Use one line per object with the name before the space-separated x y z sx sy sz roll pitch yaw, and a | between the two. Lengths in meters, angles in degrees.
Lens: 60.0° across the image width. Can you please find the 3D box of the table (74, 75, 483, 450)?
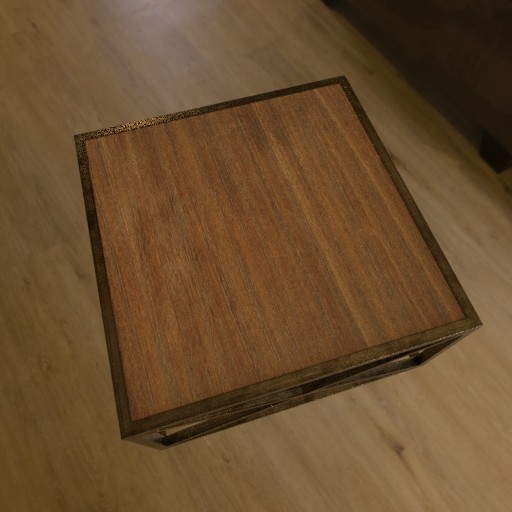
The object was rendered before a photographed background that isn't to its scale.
table | 0.000 0.000 1.432 0.899 0.451 0.909 -15 64 -7
